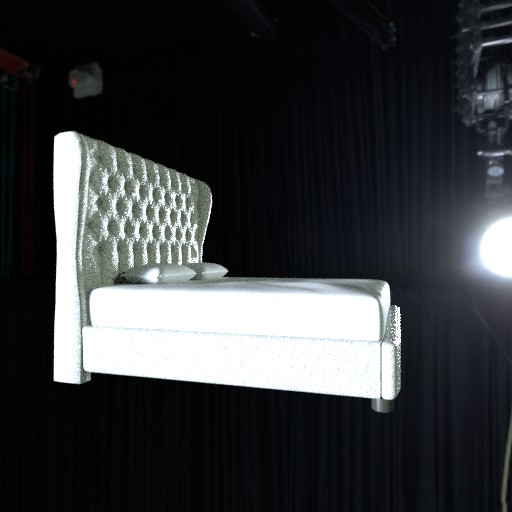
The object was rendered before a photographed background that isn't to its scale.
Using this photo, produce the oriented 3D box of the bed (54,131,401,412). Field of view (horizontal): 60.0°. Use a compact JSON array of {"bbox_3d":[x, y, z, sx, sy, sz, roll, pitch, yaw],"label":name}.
[{"bbox_3d":[0.000,0.000,3.802,2.347,1.771,2.219,0,0,18],"label":"bed"}]
